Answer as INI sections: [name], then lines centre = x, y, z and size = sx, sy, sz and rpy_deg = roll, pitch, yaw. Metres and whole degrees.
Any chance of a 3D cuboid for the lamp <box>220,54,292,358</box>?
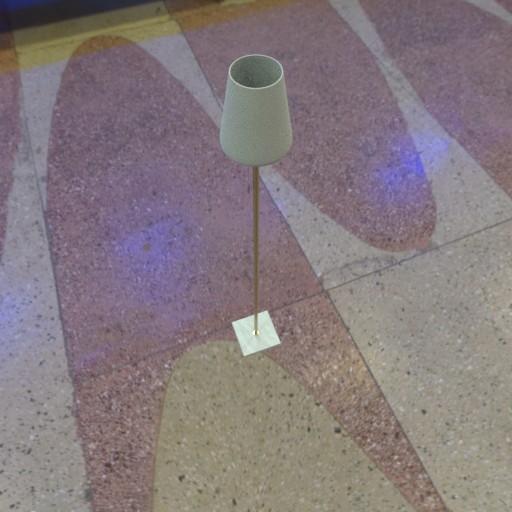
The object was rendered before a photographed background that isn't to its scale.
[lamp]
centre = 0.000, 0.000, 1.913
size = 0.232, 1.813, 0.229
rpy_deg = -17, 60, -10
